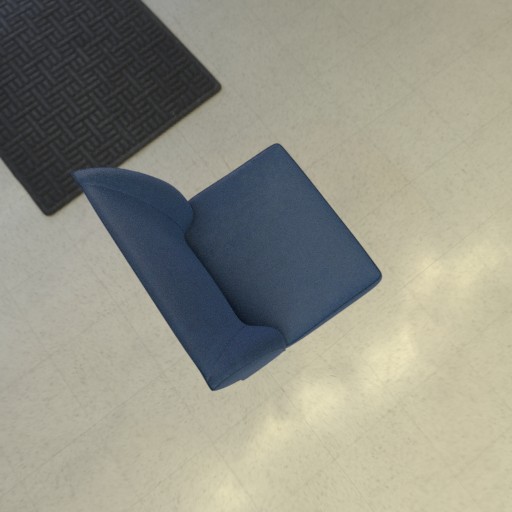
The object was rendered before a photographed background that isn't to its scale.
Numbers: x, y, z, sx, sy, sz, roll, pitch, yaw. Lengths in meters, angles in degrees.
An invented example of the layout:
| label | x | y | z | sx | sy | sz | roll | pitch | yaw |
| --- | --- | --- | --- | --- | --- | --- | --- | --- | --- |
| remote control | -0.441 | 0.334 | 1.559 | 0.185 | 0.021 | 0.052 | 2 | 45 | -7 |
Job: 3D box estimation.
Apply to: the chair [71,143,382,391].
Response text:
| label | x | y | z | sx | sy | sz | roll | pitch | yaw |
| --- | --- | --- | --- | --- | --- | --- | --- | --- | --- |
| chair | 0.000 | 0.000 | 1.206 | 0.522 | 0.863 | 0.508 | -34 | 78 | -8 |
